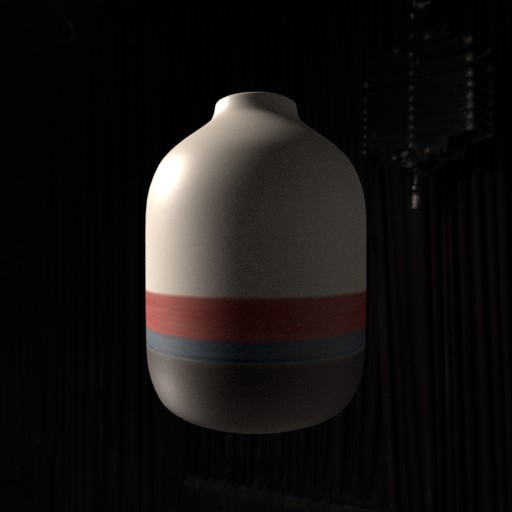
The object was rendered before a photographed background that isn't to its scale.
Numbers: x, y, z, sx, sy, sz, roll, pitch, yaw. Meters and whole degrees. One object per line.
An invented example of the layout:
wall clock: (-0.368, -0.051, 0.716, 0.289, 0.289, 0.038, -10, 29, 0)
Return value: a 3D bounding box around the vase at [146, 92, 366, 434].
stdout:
vase: (0.000, 0.000, 0.351, 0.169, 0.237, 0.169, 0, 0, 0)
